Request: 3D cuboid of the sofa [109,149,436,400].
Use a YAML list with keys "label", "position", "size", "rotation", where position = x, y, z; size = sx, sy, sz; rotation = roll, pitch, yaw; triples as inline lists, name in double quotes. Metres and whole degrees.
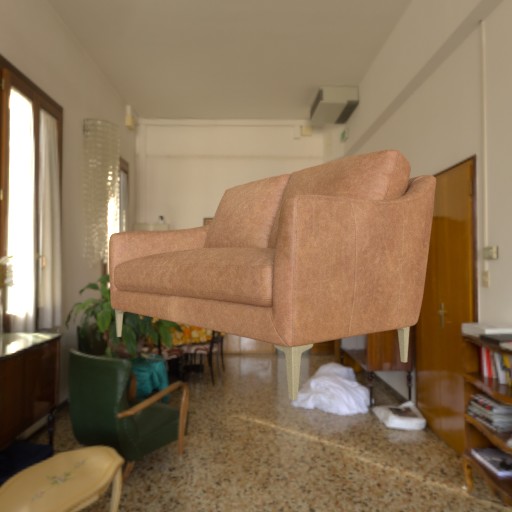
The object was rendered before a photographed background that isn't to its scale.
- label: "sofa"
  position: [0.000, 0.000, 2.193]
  size: [0.960, 0.902, 1.619]
  rotation: [1, -2, -37]
